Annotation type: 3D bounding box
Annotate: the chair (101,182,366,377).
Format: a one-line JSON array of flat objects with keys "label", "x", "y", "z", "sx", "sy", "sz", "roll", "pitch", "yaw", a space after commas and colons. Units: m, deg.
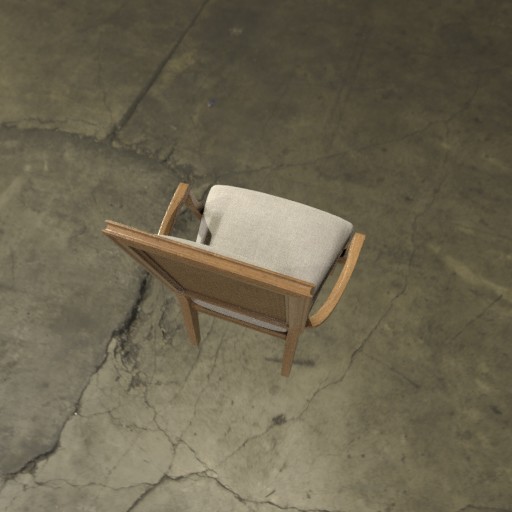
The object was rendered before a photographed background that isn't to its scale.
[{"label": "chair", "x": 0.000, "y": 0.000, "z": 1.378, "sx": 0.606, "sy": 0.990, "sz": 0.602, "roll": 17, "pitch": 63, "yaw": 9}]
